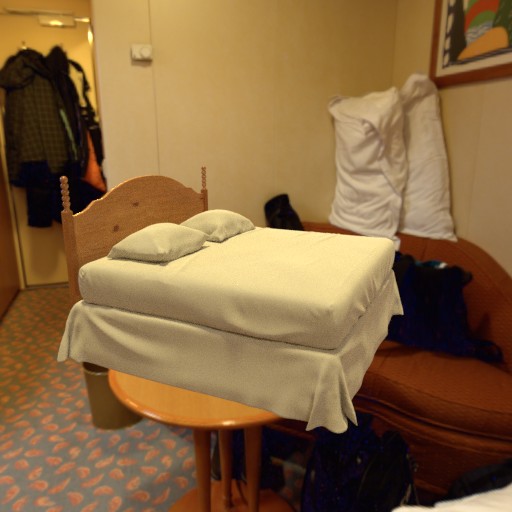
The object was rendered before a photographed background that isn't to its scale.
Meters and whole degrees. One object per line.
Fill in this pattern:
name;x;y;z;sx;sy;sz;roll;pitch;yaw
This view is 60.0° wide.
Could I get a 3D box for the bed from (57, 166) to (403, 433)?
bed;0.000;0.000;3.679;2.219;1.355;2.322;7;15;25
